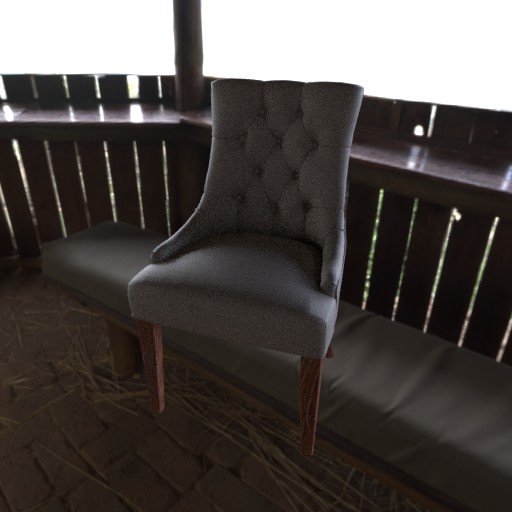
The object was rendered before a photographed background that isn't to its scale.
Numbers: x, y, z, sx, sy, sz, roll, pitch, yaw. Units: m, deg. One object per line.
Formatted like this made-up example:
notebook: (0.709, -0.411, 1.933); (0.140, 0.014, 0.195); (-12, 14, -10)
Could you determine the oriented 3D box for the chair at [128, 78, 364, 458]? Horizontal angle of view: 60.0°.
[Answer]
chair: (0.000, 0.000, 1.233); (0.509, 0.874, 0.565); (9, 28, 17)
